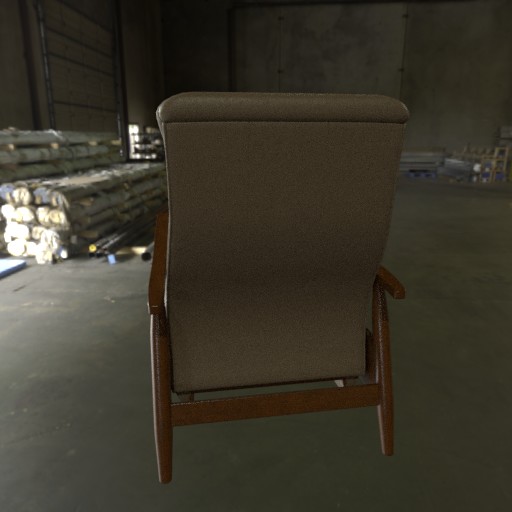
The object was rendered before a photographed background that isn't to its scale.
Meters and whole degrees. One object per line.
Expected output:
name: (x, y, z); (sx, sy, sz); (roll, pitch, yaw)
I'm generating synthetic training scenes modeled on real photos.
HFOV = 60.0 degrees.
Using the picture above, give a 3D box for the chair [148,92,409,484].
chair: (0.000, 0.000, 1.672); (0.762, 1.082, 1.014); (-3, 16, -9)
